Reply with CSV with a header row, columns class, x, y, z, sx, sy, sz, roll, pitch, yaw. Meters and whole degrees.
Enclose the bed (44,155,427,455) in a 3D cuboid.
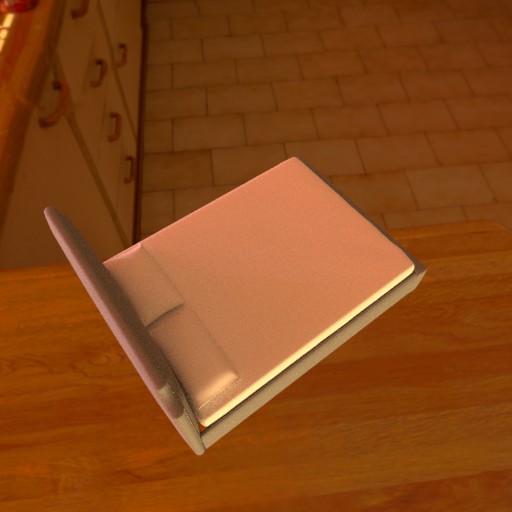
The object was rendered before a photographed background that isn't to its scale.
class,x,y,z,sx,sy,sz,roll,pitch,yaw
bed,0.000,0.000,3.484,2.372,1.443,1.712,-32,63,-19
